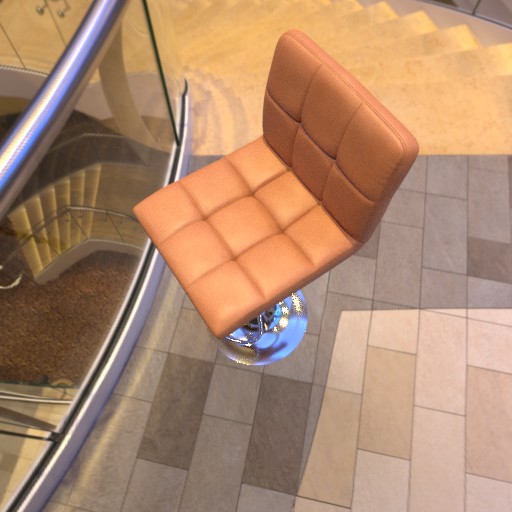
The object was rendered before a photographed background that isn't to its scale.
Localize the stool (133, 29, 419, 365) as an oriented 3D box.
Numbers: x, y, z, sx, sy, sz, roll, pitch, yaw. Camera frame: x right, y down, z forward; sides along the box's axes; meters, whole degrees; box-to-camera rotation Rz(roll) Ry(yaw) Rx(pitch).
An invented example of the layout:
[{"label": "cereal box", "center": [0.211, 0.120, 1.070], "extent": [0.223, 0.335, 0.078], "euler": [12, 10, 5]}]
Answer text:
[{"label": "stool", "center": [0.000, 0.000, 1.338], "extent": [0.505, 1.115, 0.430], "euler": [-32, 68, -14]}]
